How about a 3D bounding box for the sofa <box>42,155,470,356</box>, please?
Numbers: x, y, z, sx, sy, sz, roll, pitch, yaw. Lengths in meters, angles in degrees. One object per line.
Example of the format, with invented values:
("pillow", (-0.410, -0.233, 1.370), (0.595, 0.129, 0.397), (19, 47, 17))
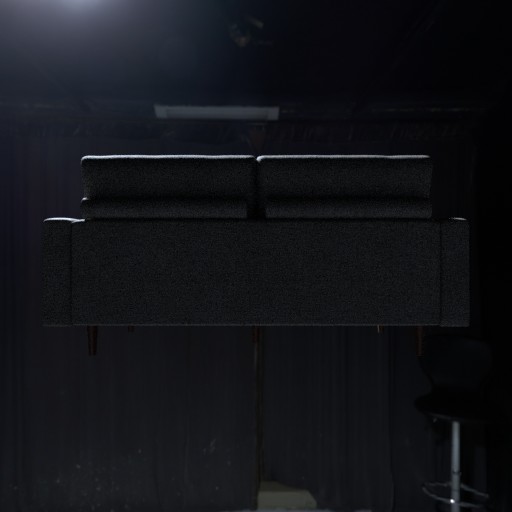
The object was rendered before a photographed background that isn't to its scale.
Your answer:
("sofa", (0.000, 0.000, 2.291), (1.821, 0.902, 0.863), (0, 0, 0))
